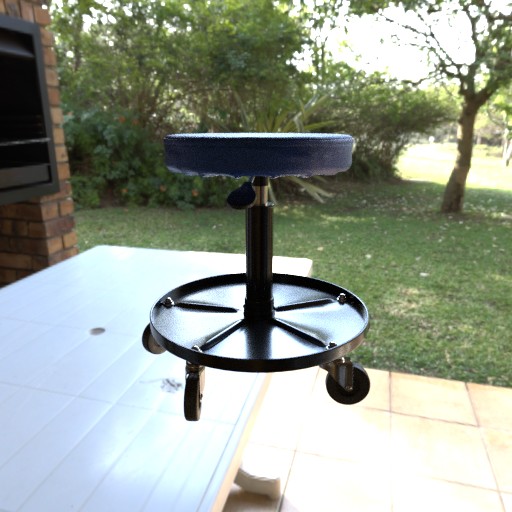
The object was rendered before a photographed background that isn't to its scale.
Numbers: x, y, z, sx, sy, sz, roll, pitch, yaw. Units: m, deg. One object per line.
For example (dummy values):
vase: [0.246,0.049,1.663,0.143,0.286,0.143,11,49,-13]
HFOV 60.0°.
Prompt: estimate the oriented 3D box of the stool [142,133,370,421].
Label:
stool: [0.000,0.000,0.689,0.381,0.365,0.382,3,17,9]
